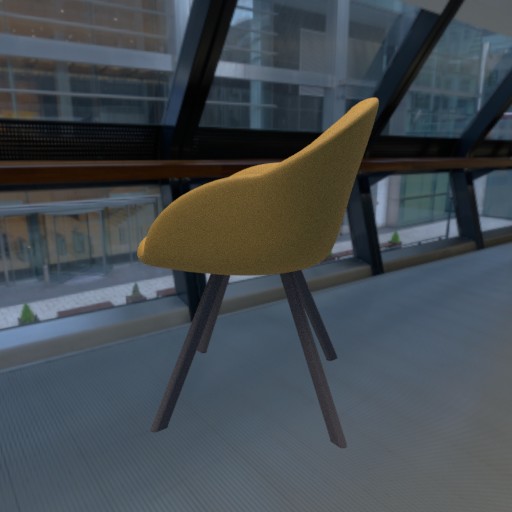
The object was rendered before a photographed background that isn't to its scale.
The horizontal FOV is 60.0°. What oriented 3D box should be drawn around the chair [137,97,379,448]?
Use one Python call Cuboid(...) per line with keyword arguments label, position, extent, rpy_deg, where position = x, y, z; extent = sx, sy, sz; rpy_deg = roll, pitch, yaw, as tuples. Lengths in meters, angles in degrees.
Cuboid(label="chair", position=(0.000, 0.000, 1.190), extent=(0.583, 0.793, 0.551), rpy_deg=(2, 14, 7))
